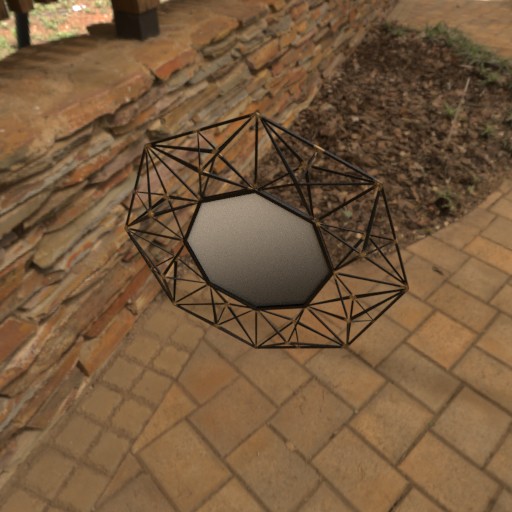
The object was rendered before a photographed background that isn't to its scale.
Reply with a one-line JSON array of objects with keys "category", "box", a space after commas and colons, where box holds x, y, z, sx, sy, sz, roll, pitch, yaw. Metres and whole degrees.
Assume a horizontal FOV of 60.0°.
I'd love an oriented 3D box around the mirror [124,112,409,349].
[{"category": "mirror", "box": [0.000, 0.000, 1.061, 0.710, 0.710, 0.094, 12, 42, 13]}]
